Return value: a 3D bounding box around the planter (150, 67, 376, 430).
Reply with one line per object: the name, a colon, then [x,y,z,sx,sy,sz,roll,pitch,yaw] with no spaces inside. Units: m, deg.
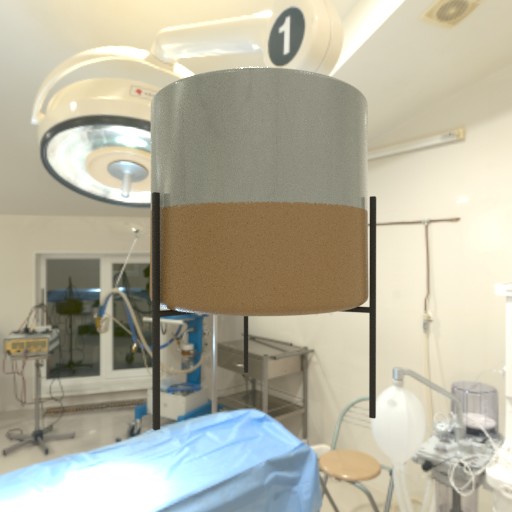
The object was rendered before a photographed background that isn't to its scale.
planter: [0.000,0.000,0.722,0.360,0.480,0.348,0,1,-38]
